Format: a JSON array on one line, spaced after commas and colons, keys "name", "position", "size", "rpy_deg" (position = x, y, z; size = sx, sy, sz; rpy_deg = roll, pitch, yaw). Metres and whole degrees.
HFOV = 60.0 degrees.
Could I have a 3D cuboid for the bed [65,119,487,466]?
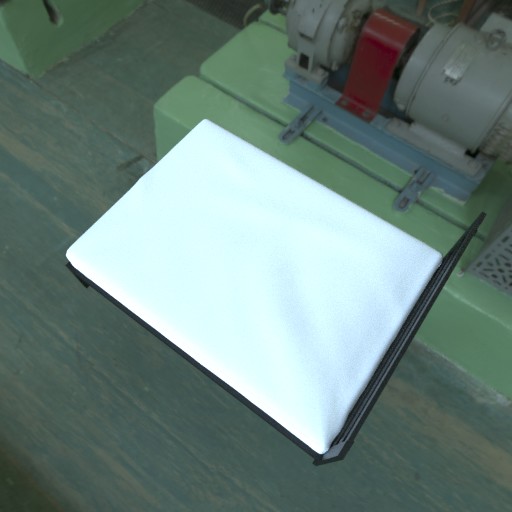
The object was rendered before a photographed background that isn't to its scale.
[{"name": "bed", "position": [0.000, 0.000, 2.863], "size": [2.062, 0.967, 1.524], "rpy_deg": [33, 68, 15]}]
